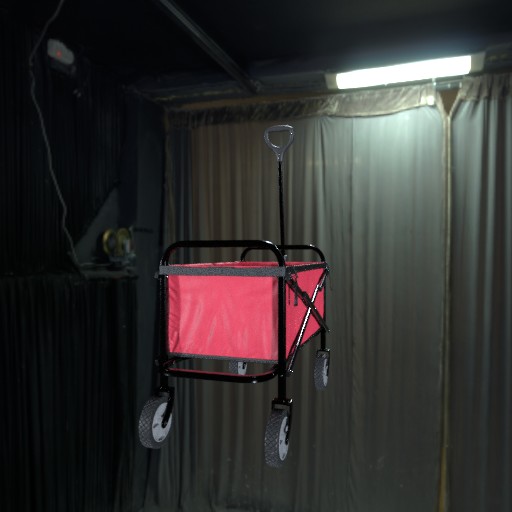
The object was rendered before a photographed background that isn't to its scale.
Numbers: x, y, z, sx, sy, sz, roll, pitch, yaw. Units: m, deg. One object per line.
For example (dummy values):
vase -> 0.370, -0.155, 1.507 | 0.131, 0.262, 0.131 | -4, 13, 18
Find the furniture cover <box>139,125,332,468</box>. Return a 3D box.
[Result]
furniture cover -> 0.000, 0.000, 1.858 | 0.532, 1.295, 1.038 | 0, 0, 18
